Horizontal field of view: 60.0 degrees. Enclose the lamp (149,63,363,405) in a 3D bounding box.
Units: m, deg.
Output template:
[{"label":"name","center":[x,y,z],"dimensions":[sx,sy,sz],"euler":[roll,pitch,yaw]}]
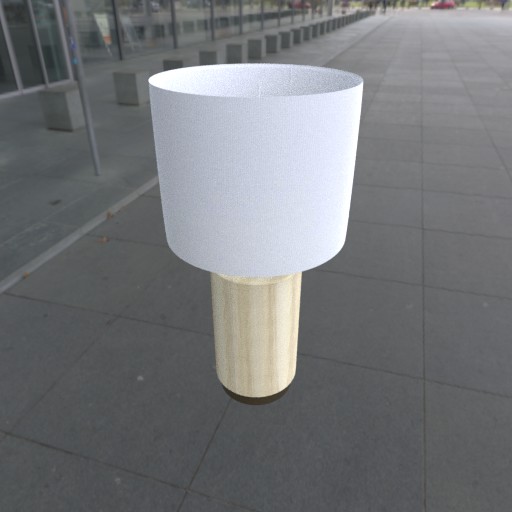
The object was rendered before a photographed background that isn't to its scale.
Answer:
[{"label":"lamp","center":[0.000,0.000,0.587],"dimensions":[0.228,0.444,0.228],"euler":[18,35,28]}]
